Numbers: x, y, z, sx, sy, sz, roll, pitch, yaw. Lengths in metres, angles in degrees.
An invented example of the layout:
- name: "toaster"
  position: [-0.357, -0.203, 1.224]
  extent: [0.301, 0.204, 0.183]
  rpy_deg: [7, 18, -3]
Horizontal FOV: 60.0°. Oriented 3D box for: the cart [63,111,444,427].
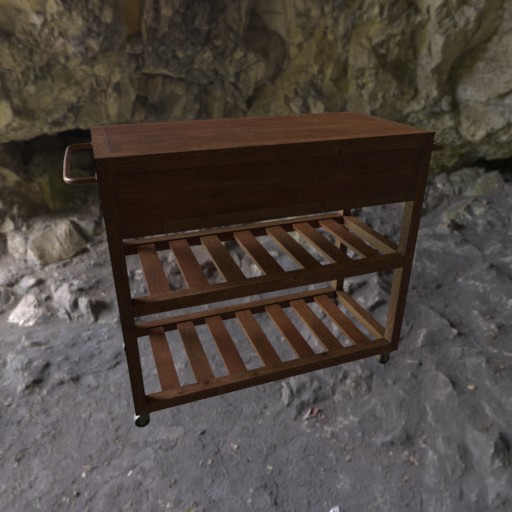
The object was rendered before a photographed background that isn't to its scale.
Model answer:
- name: "cart"
  position: [0.000, 0.000, 1.478]
  extent: [1.065, 0.830, 0.445]
  rpy_deg: [-9, 27, -18]
